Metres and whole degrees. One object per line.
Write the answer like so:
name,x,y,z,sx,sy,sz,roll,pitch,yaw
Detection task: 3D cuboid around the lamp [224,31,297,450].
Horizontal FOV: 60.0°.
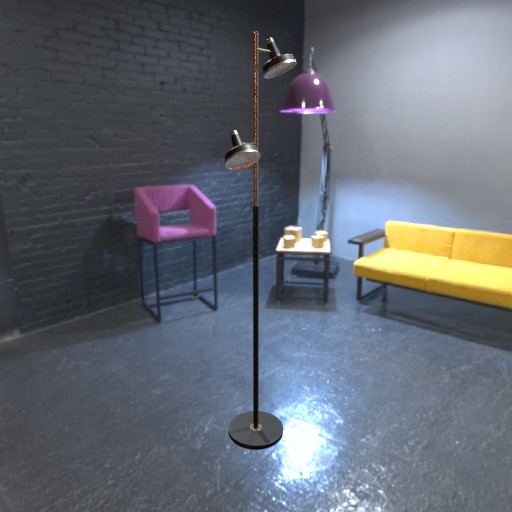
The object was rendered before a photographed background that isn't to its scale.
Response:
lamp,0.000,0.000,1.819,0.253,1.674,0.351,14,21,41
